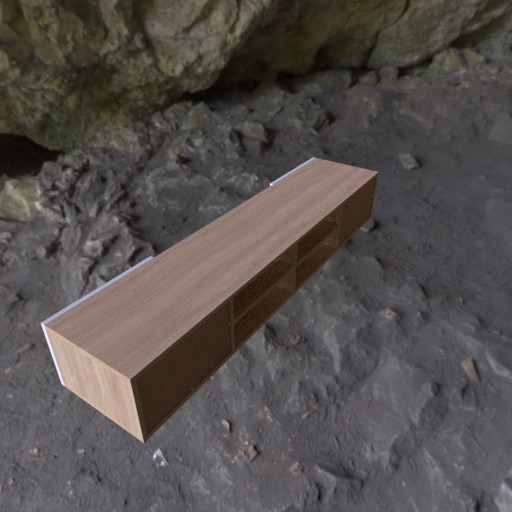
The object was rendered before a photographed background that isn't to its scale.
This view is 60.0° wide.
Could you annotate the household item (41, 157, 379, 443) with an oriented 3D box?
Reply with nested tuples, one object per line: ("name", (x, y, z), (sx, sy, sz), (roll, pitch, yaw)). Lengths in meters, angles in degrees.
("household item", (0.000, 0.000, 2.060), (0.420, 0.310, 1.850), (20, 38, 28))
